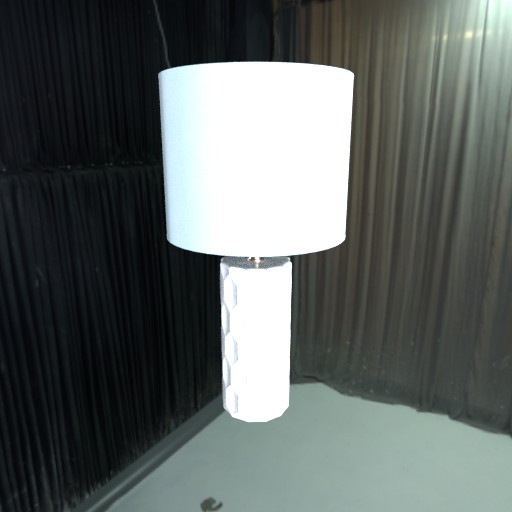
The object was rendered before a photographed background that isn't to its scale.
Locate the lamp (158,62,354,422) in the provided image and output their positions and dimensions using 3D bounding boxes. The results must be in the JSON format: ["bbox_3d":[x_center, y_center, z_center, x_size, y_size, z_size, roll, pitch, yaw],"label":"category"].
[{"bbox_3d":[0.000,0.000,0.710,0.277,0.534,0.277,8,17,27],"label":"lamp"}]
